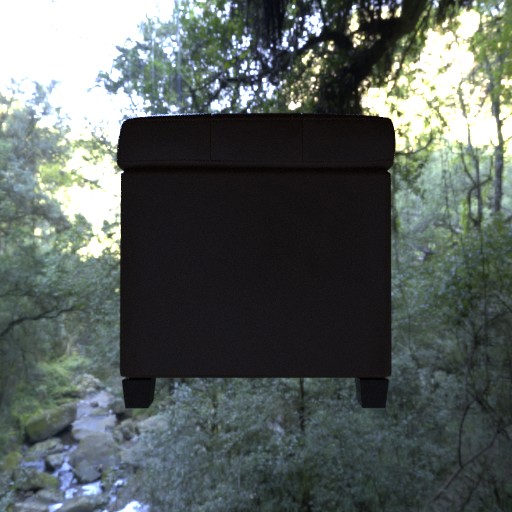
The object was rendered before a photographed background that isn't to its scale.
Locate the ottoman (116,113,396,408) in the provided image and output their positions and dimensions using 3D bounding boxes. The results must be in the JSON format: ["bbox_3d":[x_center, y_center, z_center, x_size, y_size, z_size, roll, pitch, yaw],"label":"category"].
[{"bbox_3d":[0.000,0.000,1.085,0.432,0.470,0.838,0,0,0],"label":"ottoman"}]
